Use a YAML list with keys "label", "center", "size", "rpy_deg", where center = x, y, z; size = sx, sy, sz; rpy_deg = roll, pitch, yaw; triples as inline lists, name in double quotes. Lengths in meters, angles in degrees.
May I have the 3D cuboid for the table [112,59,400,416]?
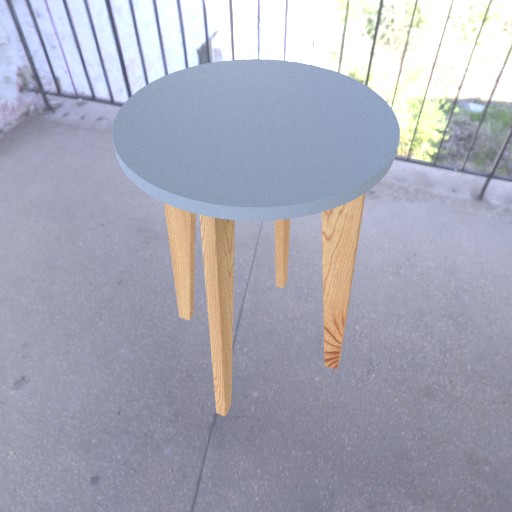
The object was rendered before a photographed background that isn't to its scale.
- label: "table"
  center: [0.000, 0.000, 0.732]
  size: [0.350, 0.500, 0.350]
  rpy_deg: [0, 46, 0]
